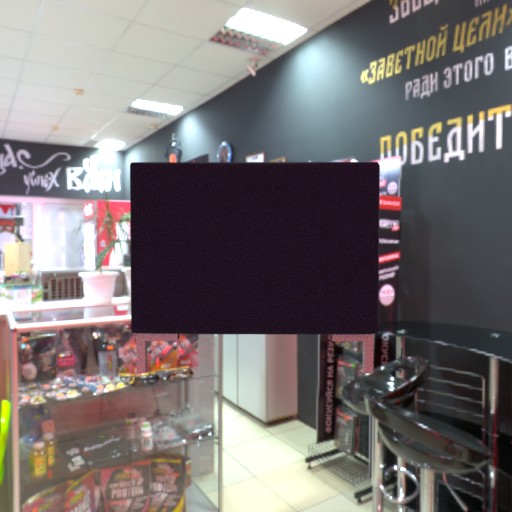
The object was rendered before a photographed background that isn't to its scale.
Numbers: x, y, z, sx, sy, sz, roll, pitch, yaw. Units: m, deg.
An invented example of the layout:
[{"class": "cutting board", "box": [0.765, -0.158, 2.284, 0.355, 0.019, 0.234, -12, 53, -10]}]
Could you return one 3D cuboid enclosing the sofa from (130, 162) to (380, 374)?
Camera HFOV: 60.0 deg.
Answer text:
[{"class": "sofa", "box": [0.000, 0.000, 2.394, 0.797, 0.657, 2.102, 0, 2, 0]}]
